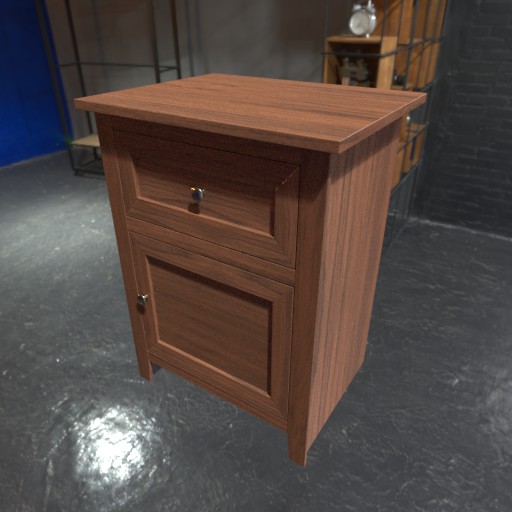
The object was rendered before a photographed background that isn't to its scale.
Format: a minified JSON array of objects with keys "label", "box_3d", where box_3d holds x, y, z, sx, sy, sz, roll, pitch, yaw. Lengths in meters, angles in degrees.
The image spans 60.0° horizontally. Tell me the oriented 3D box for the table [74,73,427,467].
[{"label":"table","box_3d":[0.000,0.000,0.923,0.480,0.636,0.381,18,34,28]}]
